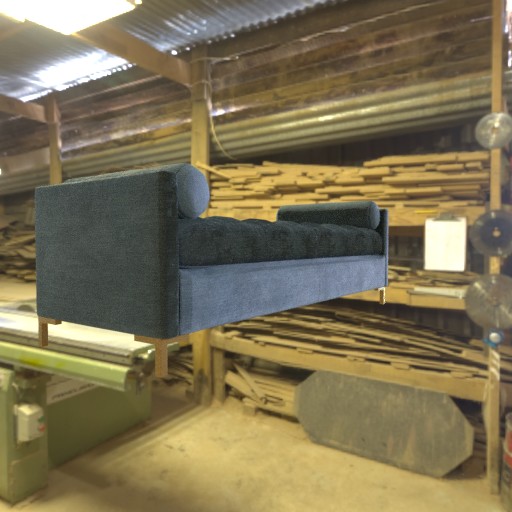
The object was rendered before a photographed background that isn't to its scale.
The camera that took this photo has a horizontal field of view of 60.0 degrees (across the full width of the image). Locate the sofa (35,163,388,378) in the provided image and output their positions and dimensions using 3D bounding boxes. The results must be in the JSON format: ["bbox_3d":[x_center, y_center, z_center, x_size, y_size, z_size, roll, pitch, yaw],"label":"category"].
[{"bbox_3d":[0.000,0.000,2.444,0.796,0.705,2.102,1,2,35],"label":"sofa"}]
